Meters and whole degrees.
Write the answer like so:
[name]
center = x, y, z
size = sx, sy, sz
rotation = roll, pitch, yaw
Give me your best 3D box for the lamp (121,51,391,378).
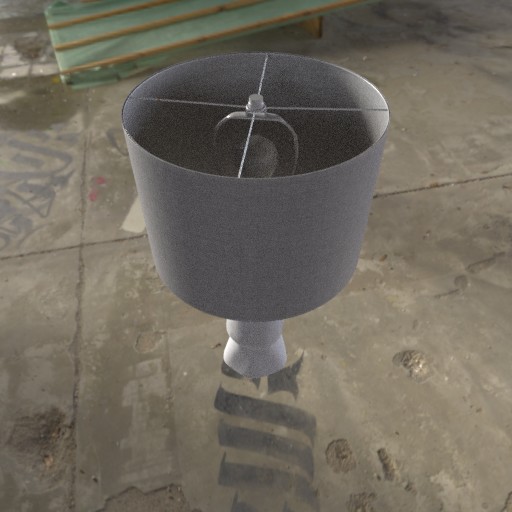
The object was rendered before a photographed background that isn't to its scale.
[lamp]
center = 0.000, 0.000, 0.674
size = 0.298, 0.503, 0.298
rotation = 4, 45, 4
